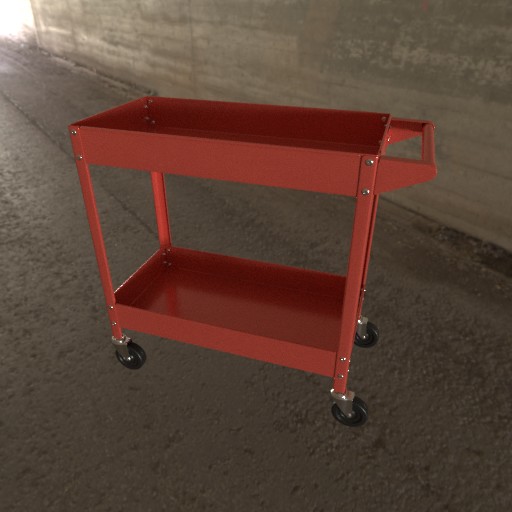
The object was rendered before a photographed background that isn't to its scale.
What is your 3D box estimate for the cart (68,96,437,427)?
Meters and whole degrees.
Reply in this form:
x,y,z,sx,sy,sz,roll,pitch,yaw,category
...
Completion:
x,y,z,sx,sy,sz,roll,pitch,yaw,category
0.000,0.000,1.191,0.779,0.719,0.366,10,32,16,cart
